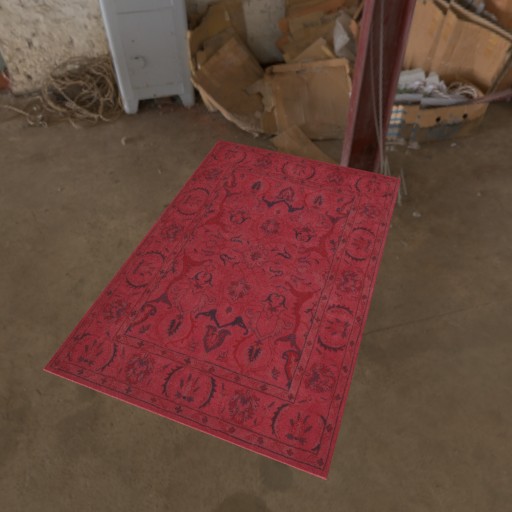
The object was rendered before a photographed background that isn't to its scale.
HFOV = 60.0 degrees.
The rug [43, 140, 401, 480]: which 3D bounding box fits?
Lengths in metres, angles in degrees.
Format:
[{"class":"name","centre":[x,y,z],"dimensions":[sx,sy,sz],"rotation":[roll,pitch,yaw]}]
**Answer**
[{"class":"rug","centre":[0.000,0.000,2.267],"dimensions":[1.209,0.008,1.814],"rotation":[15,49,14]}]
